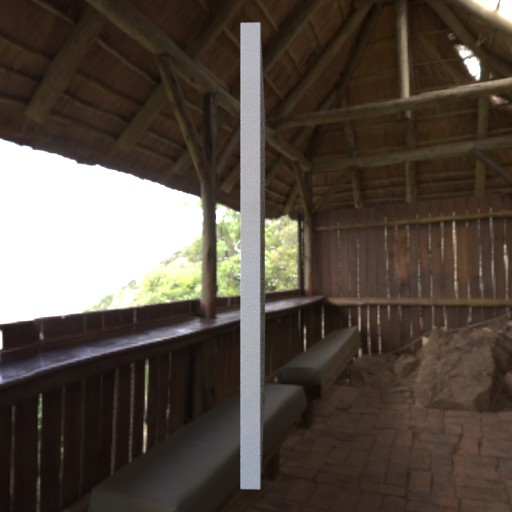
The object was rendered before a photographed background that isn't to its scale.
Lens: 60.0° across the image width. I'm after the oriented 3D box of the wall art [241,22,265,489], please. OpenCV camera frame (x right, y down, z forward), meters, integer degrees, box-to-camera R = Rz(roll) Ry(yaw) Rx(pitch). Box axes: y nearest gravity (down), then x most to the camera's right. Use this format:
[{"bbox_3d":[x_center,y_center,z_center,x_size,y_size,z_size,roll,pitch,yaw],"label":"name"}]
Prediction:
[{"bbox_3d":[0.000,0.000,1.175,0.039,0.915,0.612,0,0,2],"label":"wall art"}]
